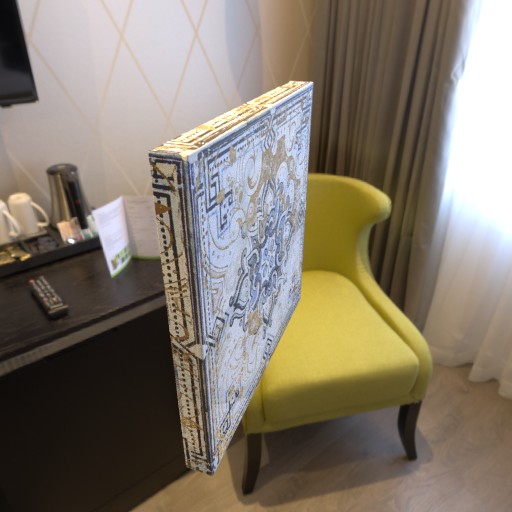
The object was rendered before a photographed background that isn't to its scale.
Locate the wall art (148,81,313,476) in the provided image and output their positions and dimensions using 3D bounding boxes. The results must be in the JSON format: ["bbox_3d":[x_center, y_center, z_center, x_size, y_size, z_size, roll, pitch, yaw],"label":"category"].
[{"bbox_3d":[0.000,0.000,0.627,0.038,0.410,0.411,10,31,18],"label":"wall art"}]
